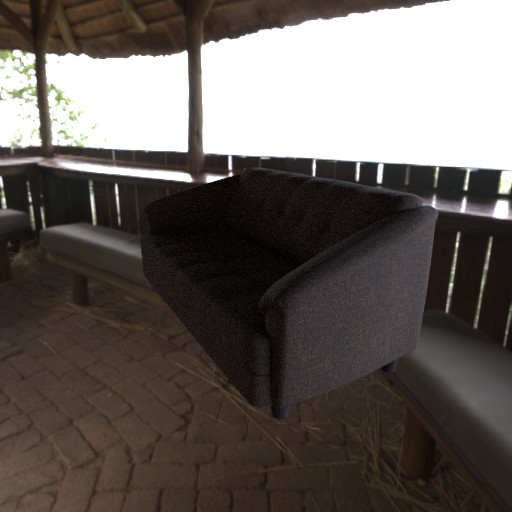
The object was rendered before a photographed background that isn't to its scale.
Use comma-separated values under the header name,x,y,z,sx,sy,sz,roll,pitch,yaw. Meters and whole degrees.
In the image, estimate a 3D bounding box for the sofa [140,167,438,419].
name,x,y,z,sx,sy,sz,roll,pitch,yaw
sofa,0.000,0.000,2.329,0.887,0.790,1.849,-8,18,-26
